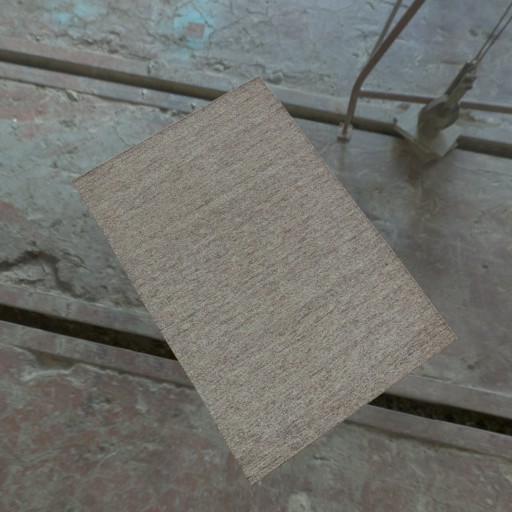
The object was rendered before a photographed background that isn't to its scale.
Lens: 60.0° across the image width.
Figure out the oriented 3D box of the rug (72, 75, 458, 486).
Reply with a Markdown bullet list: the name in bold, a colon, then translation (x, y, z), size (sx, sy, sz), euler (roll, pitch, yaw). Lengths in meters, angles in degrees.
- **rug**: translation (0.000, 0.000, 2.915), size (1.547, 0.013, 2.283), euler (-32, 78, -8)
